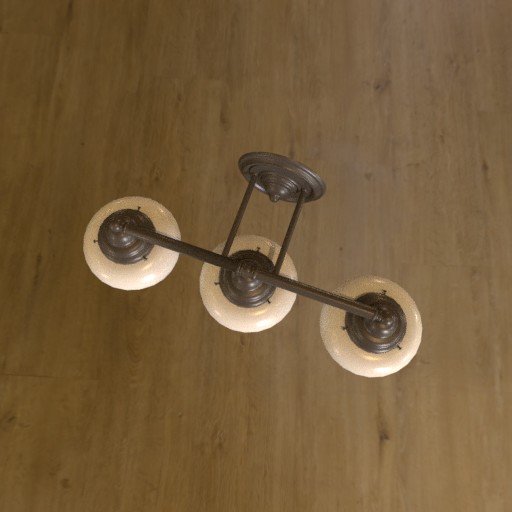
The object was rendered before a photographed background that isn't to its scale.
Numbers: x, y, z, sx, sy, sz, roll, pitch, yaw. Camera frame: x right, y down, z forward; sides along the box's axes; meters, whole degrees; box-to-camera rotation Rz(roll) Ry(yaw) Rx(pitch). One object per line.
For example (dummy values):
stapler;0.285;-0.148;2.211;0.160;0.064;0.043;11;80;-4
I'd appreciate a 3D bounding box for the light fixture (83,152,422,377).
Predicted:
light fixture;0.000;0.000;0.707;0.587;0.242;0.239;19;76;5
